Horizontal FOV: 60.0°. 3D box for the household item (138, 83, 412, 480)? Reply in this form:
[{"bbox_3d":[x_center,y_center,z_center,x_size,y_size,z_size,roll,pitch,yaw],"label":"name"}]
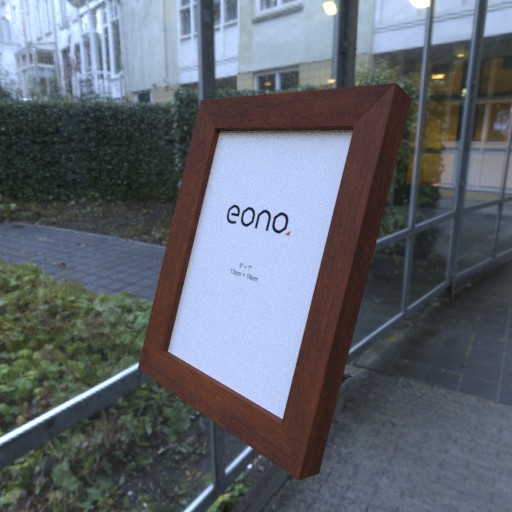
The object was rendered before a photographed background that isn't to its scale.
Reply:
[{"bbox_3d":[0.000,0.000,0.291,0.096,0.204,0.160,-15,21,-43],"label":"household item"}]
